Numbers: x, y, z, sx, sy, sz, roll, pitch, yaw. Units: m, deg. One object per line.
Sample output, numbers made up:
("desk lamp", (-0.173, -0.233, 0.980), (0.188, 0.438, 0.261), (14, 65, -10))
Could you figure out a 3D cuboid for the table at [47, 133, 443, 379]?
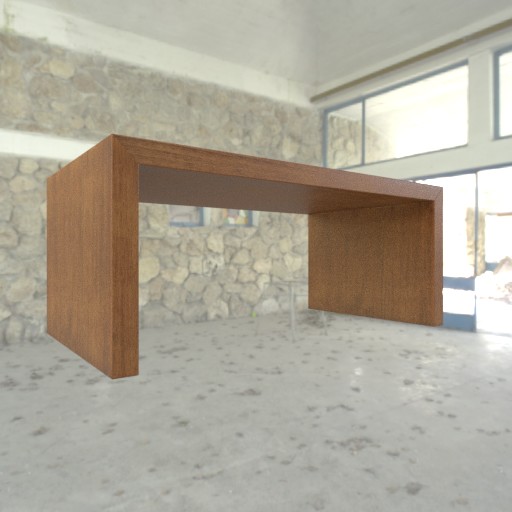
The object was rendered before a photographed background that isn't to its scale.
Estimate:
("table", (0.000, 0.000, 1.268), (1.000, 0.419, 0.549), (0, 0, -36))
